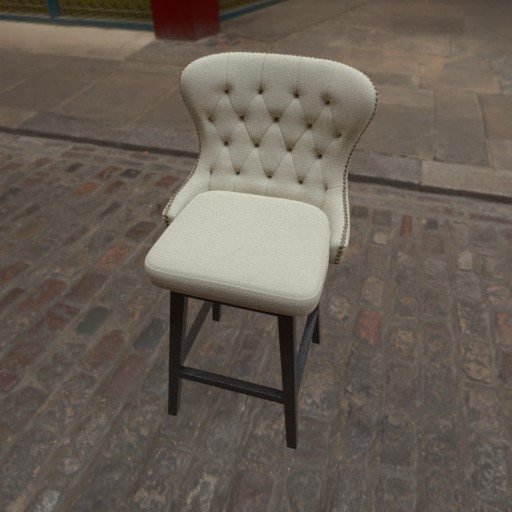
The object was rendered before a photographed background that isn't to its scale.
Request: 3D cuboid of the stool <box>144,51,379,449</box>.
[{"bbox_3d":[0.000,0.000,1.297,0.528,0.971,0.593,11,42,12],"label":"stool"}]
